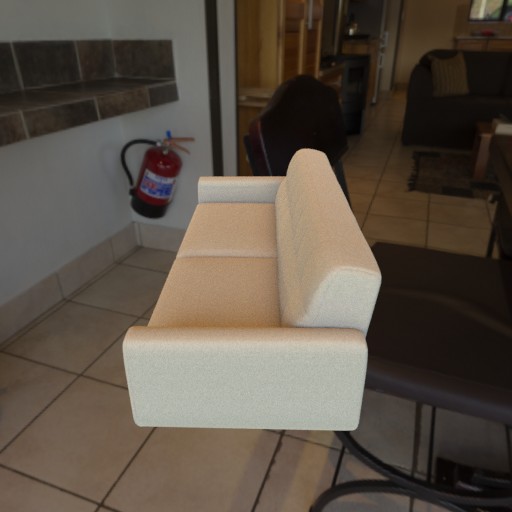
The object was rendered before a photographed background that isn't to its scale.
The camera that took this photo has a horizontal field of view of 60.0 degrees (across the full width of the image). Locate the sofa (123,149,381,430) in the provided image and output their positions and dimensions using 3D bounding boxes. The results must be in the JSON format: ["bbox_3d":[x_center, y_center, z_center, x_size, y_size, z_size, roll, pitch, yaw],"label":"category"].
[{"bbox_3d":[0.000,0.000,2.654,0.980,0.892,2.137,1,27,1],"label":"sofa"}]
